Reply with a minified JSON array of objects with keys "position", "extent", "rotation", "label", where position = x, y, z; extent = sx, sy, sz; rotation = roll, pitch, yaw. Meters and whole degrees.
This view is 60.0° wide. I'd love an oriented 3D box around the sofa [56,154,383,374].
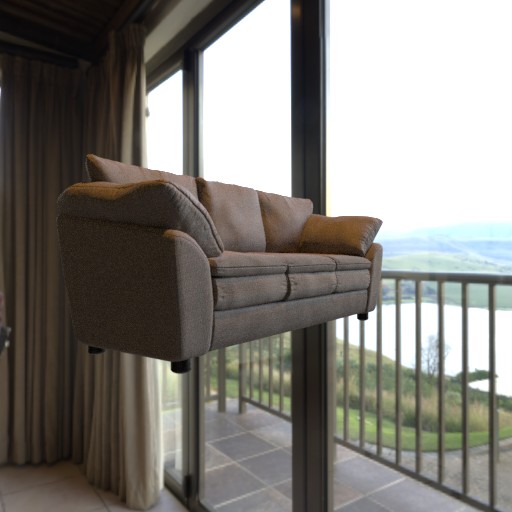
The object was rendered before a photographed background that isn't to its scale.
[{"position":[0.000,0.000,2.865],"extent":[0.878,0.996,2.334],"rotation":[0,0,37],"label":"sofa"}]
